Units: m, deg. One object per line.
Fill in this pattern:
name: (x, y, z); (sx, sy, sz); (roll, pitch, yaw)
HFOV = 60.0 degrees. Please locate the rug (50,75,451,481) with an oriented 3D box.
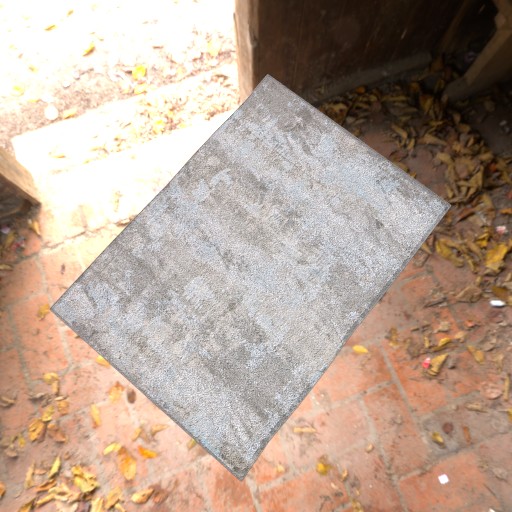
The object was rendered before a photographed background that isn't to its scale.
rug: (0.000, 0.000, 4.349); (2.393, 0.013, 3.307); (39, 79, 9)
